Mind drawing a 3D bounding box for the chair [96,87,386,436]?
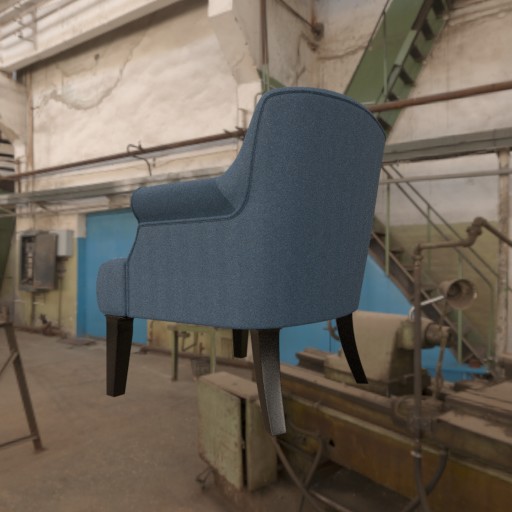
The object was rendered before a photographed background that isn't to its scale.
[{"bbox_3d":[0.000,0.000,1.473,0.754,0.878,0.770,0,0,36],"label":"chair"}]
